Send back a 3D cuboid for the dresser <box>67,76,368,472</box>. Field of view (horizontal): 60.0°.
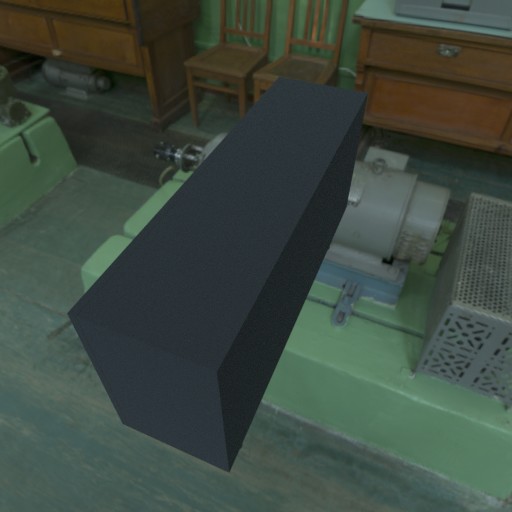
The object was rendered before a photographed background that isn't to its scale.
[{"bbox_3d":[0.000,0.000,1.918,0.463,0.872,1.558,17,48,16],"label":"dresser"}]
